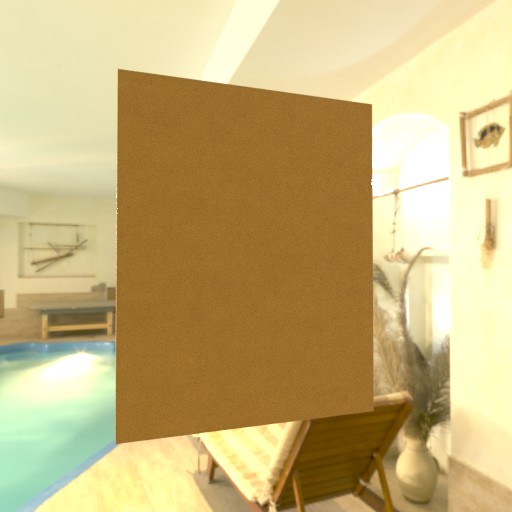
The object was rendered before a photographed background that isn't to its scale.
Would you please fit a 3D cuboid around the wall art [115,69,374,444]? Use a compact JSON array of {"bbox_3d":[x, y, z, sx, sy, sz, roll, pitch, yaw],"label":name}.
[{"bbox_3d":[0.000,0.000,1.328,0.798,1.002,0.030,0,-1,-19],"label":"wall art"}]
